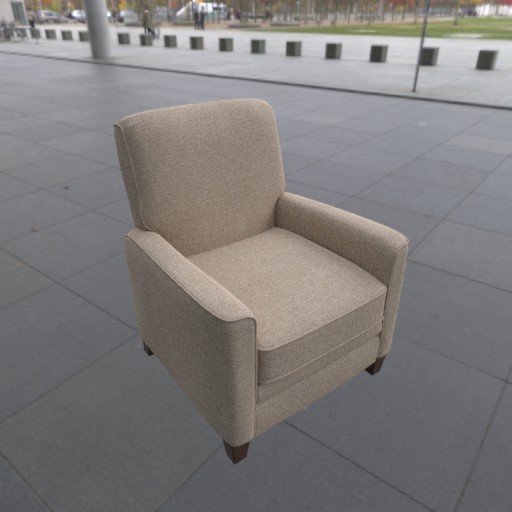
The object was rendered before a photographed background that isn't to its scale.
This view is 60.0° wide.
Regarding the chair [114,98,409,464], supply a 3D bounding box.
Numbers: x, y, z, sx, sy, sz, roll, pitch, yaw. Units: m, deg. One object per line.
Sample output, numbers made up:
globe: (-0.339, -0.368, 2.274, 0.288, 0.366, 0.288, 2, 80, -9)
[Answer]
chair: (0.000, 0.000, 1.701, 0.841, 1.028, 0.858, -20, 35, -32)
